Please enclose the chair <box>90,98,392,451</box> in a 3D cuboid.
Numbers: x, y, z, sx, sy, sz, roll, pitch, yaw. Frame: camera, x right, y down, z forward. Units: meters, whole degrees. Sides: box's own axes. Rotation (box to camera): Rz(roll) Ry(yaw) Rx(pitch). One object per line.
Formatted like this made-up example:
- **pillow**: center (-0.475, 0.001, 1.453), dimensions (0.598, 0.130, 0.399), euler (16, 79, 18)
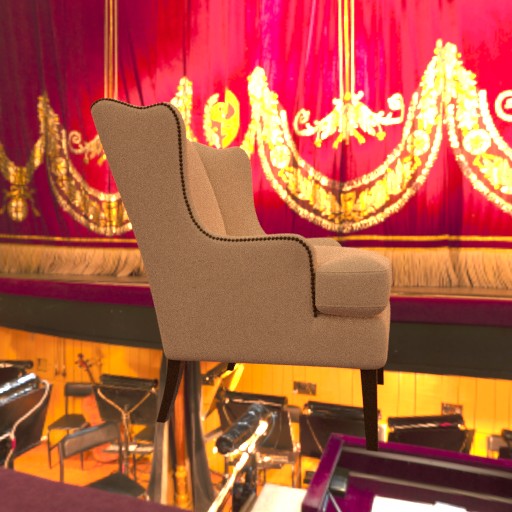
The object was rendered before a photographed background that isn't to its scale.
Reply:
- **chair**: center (0.000, 0.000, 1.603), dimensions (0.940, 1.029, 0.737), euler (0, 1, 18)
